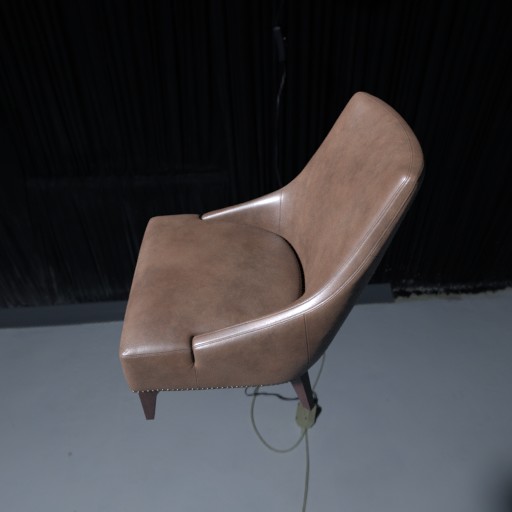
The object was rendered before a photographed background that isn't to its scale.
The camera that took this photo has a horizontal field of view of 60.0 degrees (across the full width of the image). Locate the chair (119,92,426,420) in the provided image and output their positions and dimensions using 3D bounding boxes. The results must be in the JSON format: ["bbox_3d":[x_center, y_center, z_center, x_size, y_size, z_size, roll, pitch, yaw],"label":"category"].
[{"bbox_3d":[0.000,0.000,1.490,0.861,0.909,0.701,-2,41,-2],"label":"chair"}]
